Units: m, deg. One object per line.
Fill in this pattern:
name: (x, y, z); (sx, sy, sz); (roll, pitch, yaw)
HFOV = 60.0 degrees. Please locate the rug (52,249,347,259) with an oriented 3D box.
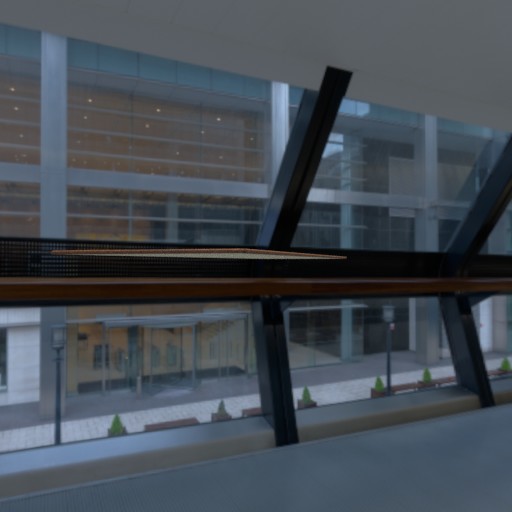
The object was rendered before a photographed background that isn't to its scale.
rug: (0.000, 0.000, 2.650); (0.764, 0.017, 2.439); (0, -1, 19)
